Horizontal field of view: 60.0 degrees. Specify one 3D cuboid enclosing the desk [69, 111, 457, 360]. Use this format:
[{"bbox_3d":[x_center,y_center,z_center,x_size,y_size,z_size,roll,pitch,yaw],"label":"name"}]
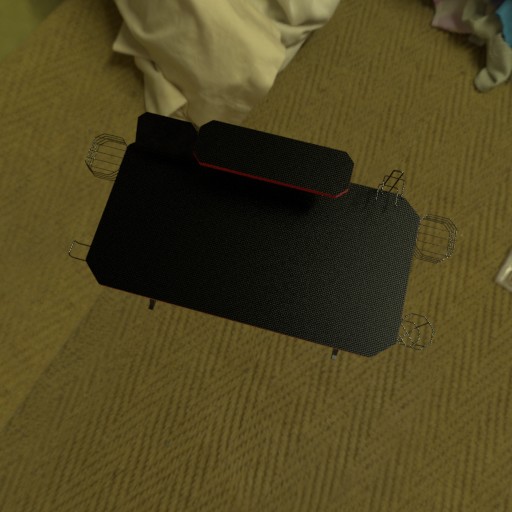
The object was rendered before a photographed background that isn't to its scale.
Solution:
[{"bbox_3d":[0.000,0.000,1.748,1.280,0.913,0.588,15,76,4],"label":"desk"}]
